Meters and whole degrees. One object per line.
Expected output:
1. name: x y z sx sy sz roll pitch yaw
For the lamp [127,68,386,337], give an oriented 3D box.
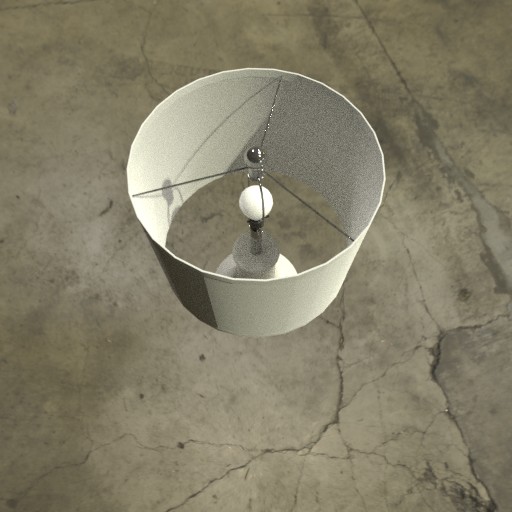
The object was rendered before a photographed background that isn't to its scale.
1. lamp: 0.000 0.000 0.894 0.357 0.673 0.357 -15 66 -7
